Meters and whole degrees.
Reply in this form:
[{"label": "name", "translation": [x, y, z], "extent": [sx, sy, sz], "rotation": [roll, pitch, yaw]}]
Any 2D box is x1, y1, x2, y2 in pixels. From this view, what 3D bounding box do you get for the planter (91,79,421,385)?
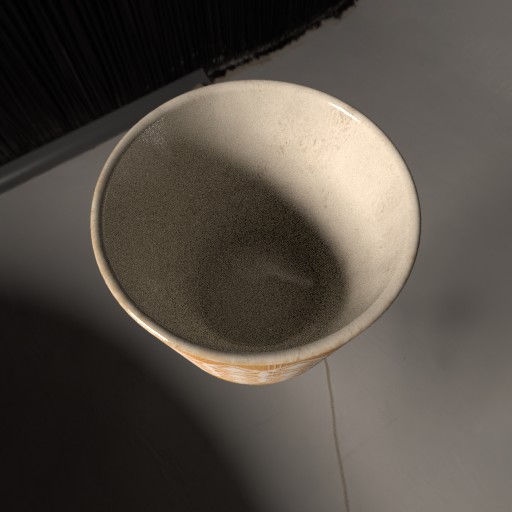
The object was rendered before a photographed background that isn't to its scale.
[{"label": "planter", "translation": [0.000, 0.000, 0.218], "extent": [0.126, 0.104, 0.126], "rotation": [0, 65, 0]}]
